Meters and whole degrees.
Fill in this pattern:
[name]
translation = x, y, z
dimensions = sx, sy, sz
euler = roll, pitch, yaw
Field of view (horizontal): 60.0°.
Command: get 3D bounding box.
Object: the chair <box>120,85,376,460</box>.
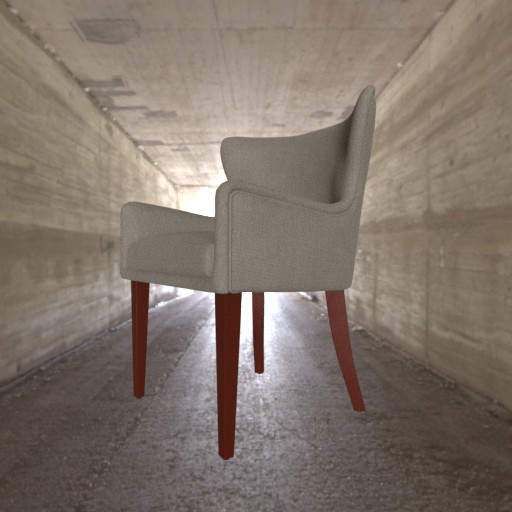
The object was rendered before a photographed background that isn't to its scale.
[chair]
translation = 0.000, 0.000, 1.422
dimensions = 0.677, 0.948, 0.732
euler = -1, 1, -37
